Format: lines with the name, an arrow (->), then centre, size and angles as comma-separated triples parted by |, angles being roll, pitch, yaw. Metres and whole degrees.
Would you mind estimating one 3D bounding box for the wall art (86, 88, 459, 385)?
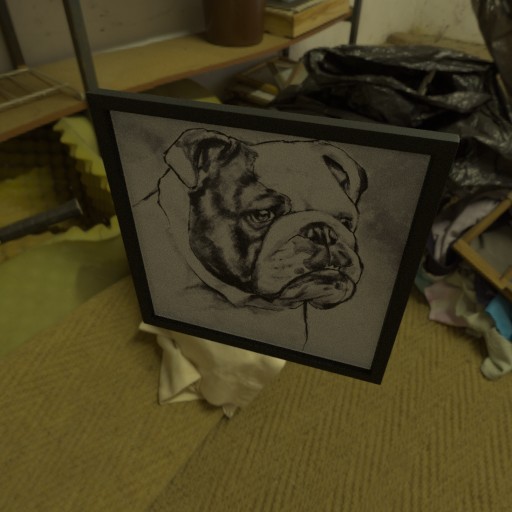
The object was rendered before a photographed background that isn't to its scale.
wall art -> 0.000, 0.000, 0.674 | 0.456, 0.453, 0.022 | 12, 42, 13
